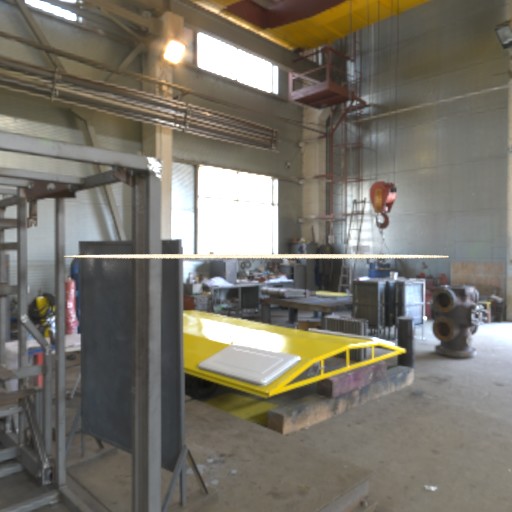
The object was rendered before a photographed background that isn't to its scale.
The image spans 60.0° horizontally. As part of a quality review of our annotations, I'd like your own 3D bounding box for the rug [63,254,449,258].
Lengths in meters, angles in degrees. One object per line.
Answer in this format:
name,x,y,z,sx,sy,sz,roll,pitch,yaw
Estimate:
rug,0.000,0.000,2.957,2.432,0.006,1.520,0,1,0
